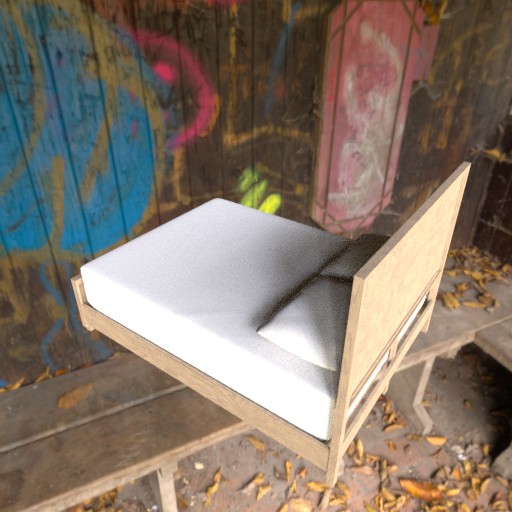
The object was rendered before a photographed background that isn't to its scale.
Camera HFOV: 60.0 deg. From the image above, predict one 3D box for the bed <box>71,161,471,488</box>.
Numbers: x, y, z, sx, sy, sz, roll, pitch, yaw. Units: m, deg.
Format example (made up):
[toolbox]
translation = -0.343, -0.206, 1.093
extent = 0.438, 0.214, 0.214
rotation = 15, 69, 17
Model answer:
[bed]
translation = 0.000, 0.000, 3.147
extent = 2.189, 1.369, 1.606
rotation = 21, 37, 30
